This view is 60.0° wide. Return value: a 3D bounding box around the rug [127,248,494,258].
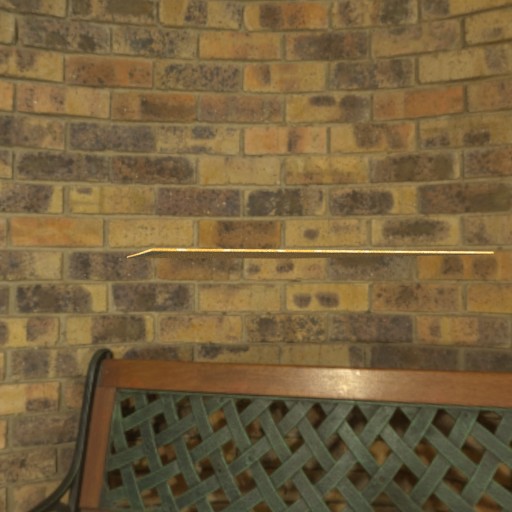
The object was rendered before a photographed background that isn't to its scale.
[{"bbox_3d":[0.000,0.000,2.284,1.213,0.010,1.829,0,-1,-18],"label":"rug"}]
